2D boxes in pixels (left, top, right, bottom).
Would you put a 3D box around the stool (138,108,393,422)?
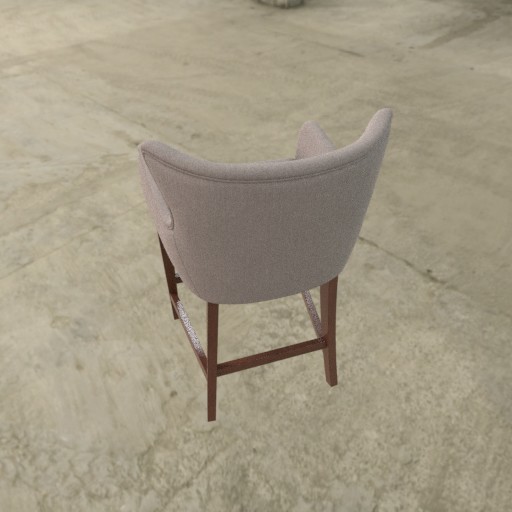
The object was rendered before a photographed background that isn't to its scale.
[{"bbox_3d":[0.000,0.000,1.336,0.575,0.951,0.575,-12,42,-13],"label":"stool"}]
